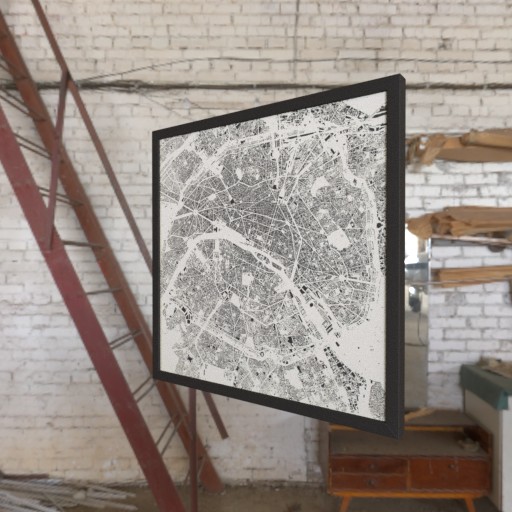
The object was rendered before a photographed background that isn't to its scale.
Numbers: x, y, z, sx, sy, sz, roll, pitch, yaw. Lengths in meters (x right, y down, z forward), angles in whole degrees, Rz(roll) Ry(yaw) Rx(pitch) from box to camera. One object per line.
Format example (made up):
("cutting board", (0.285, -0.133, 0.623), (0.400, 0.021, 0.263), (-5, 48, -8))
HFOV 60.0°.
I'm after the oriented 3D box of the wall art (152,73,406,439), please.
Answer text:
("wall art", (0.000, 0.000, 1.159), (0.763, 0.763, 0.037), (0, 1, 36))
